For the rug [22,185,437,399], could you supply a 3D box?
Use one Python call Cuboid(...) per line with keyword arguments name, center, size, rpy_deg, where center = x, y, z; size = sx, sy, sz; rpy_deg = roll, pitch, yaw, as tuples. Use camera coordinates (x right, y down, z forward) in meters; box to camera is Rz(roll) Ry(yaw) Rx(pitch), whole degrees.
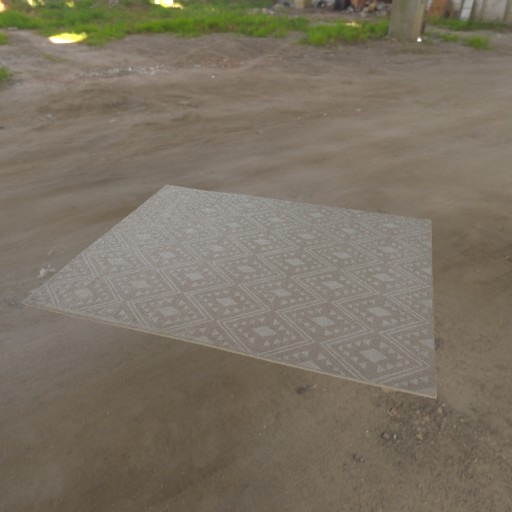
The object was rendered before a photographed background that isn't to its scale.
Cuboid(name="rug", center=(0.000, 0.000, 3.979), size=(3.011, 0.054, 2.399), rpy_deg=(10, 34, 15))
